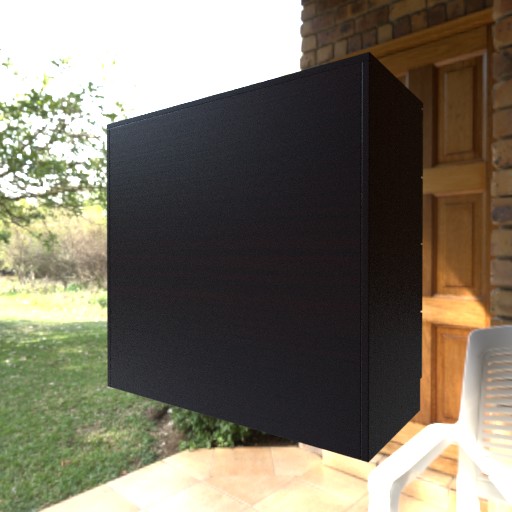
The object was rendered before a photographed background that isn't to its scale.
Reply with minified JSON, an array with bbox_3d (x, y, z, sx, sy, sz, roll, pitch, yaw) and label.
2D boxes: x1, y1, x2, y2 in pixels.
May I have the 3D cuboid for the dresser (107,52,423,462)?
[{"bbox_3d":[0.000,0.000,1.141,0.750,0.720,0.360,0,1,36],"label":"dresser"}]
